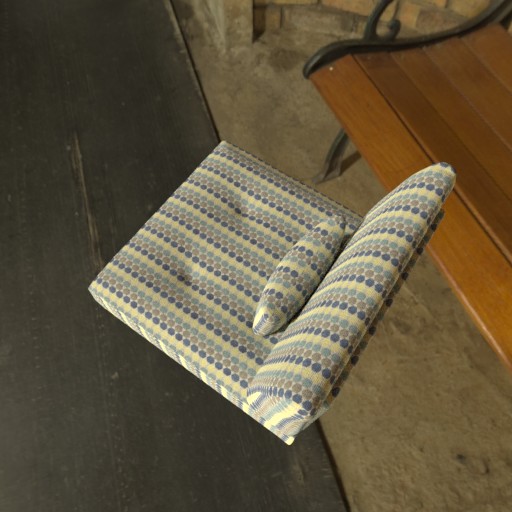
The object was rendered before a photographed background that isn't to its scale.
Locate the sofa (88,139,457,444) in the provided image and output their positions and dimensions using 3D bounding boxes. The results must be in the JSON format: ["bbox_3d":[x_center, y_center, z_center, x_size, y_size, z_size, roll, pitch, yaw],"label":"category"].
[{"bbox_3d":[0.000,0.000,1.698,1.000,0.830,0.930,32,68,15],"label":"sofa"}]
